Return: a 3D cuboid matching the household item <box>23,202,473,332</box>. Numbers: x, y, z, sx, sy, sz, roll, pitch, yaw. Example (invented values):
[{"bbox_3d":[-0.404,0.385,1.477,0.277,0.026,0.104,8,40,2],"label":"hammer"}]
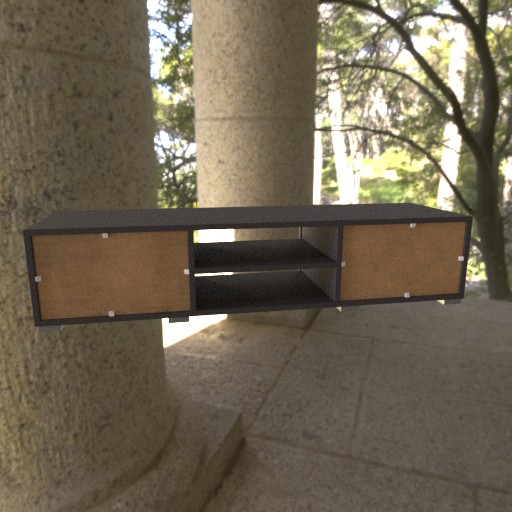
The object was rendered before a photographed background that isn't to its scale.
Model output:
[{"bbox_3d":[0.000,0.000,1.595,1.400,0.310,0.420,-2,14,-10],"label":"household item"}]
